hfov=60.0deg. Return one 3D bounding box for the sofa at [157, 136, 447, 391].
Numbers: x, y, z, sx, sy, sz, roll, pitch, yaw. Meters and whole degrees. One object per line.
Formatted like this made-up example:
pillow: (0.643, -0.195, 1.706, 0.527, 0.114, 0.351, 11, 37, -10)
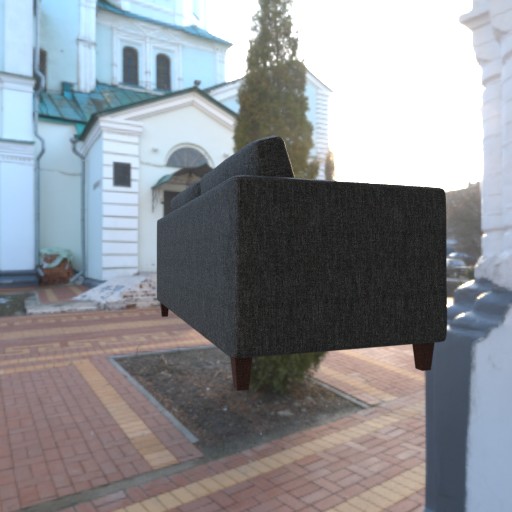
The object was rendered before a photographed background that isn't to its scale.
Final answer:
sofa: (0.000, 0.000, 2.689, 0.948, 0.960, 2.208, 0, 0, -19)
